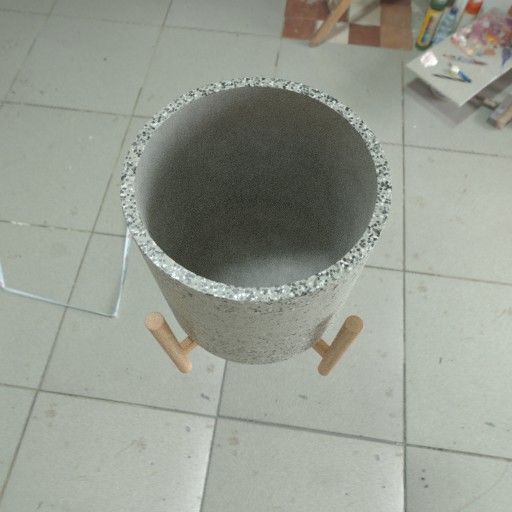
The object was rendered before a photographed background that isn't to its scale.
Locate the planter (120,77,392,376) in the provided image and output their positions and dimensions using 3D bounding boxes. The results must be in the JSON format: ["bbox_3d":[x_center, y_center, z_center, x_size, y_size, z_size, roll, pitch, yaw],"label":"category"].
[{"bbox_3d":[0.000,0.000,0.686,0.360,0.419,0.360,-19,66,-9],"label":"planter"}]
